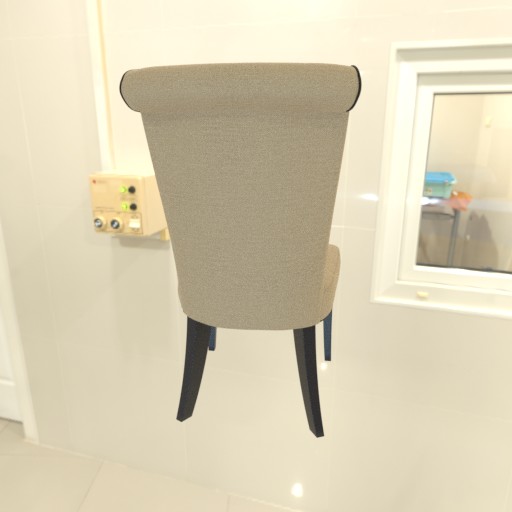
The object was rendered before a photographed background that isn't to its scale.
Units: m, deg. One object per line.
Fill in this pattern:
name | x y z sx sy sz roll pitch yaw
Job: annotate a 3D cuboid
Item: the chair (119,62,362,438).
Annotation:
chair | 0.000 0.000 1.313 0.522 0.997 0.623 3 18 9
